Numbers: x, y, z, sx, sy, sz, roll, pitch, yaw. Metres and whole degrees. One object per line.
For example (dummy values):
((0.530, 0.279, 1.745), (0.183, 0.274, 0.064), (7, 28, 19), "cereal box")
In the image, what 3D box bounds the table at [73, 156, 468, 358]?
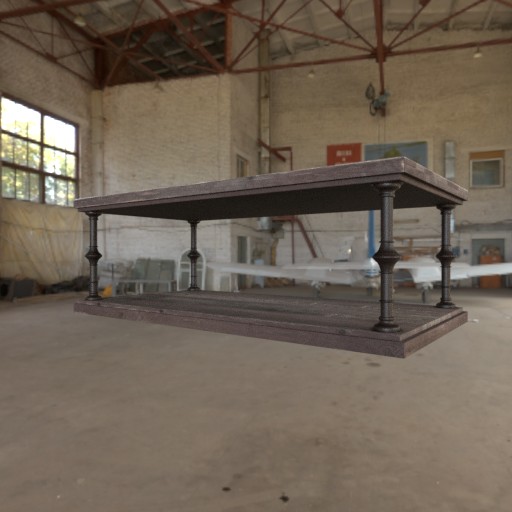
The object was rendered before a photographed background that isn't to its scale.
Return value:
((0.000, 0.000, 1.361), (1.088, 0.373, 0.554), (0, 0, 36), "table")
